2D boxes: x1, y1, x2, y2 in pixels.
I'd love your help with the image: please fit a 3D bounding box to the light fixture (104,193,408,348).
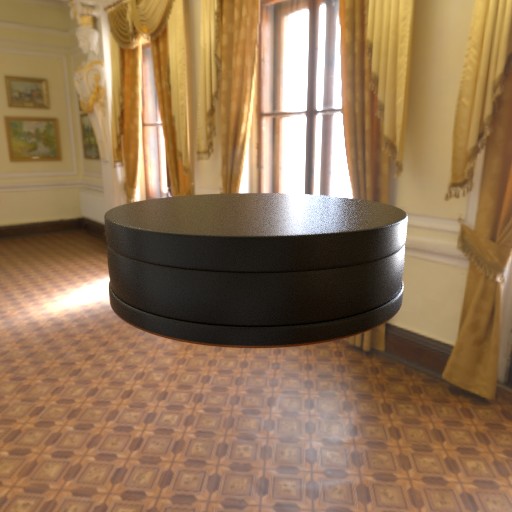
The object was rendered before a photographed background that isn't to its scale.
[{"bbox_3d":[0.000,0.000,0.443,0.283,0.097,0.283,0,14,0],"label":"light fixture"}]
